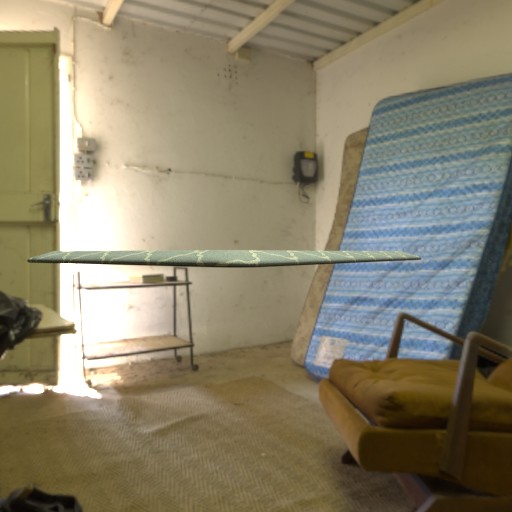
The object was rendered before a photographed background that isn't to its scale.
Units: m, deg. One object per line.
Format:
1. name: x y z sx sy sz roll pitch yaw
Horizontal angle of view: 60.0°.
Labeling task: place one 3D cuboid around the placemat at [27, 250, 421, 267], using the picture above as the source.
1. placemat: 0.000 0.000 0.961 0.508 0.021 0.762 0 1 36
